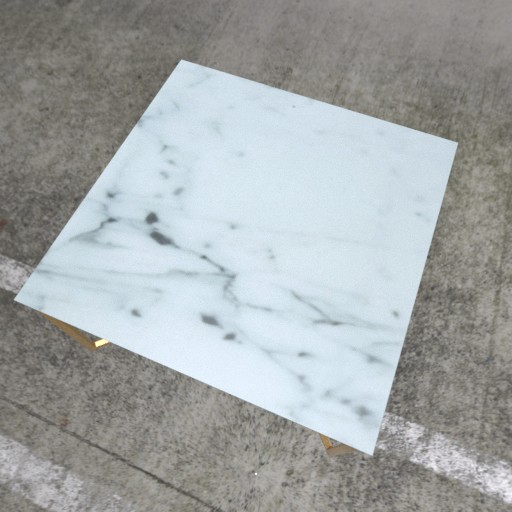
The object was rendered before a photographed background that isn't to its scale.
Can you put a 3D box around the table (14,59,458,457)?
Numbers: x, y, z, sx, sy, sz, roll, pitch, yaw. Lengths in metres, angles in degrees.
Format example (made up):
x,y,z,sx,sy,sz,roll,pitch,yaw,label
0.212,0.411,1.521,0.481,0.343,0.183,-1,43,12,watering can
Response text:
x,y,z,sx,sy,sz,roll,pitch,yaw,label
0.000,0.000,1.252,0.800,0.450,0.800,20,66,10,table
